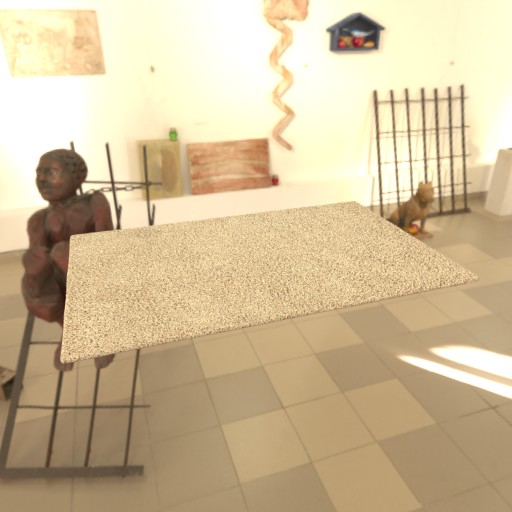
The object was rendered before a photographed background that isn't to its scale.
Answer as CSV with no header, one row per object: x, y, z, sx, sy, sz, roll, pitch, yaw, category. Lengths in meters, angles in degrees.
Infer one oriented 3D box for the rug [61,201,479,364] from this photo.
0.000,0.000,3.052,2.438,0.030,1.524,-9,28,-17,rug
